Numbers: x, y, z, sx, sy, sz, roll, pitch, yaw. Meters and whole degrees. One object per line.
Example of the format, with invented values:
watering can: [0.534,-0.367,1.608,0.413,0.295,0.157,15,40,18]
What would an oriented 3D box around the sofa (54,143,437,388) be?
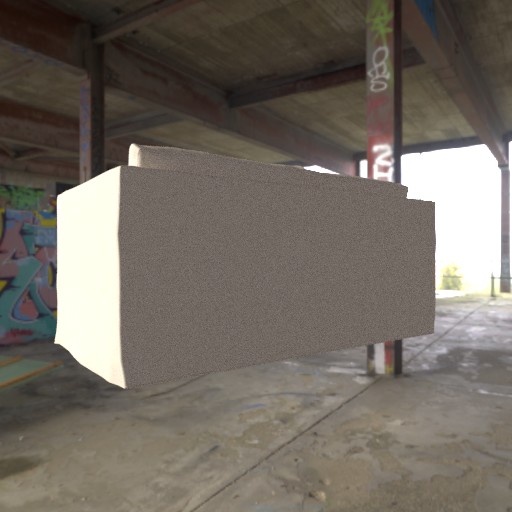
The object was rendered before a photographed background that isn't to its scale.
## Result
sofa: [0.000,0.000,2.261,1.746,0.834,0.962,0,1,-35]
